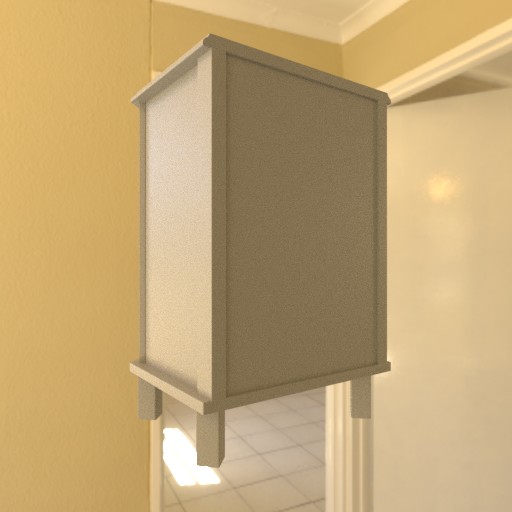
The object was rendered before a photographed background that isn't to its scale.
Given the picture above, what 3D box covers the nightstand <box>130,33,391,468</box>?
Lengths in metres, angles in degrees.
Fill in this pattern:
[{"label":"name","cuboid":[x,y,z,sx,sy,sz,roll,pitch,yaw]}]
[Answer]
[{"label":"nightstand","cuboid":[0.000,0.000,0.943,0.450,0.680,0.350,0,0,-36]}]
